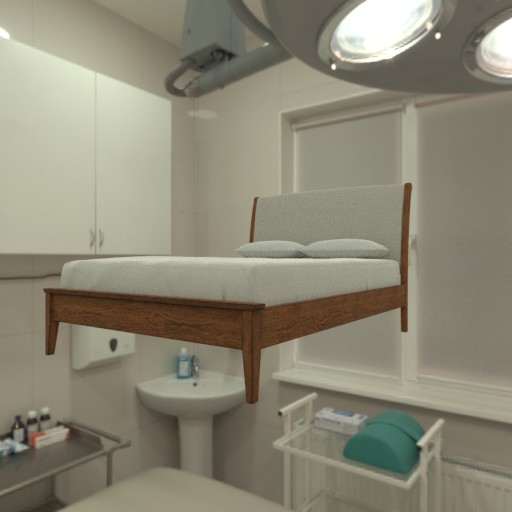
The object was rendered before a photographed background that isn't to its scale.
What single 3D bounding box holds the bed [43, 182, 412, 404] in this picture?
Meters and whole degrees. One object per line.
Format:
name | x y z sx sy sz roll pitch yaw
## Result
bed | 0.000 0.000 2.972 1.502 1.135 2.108 0 0 36
